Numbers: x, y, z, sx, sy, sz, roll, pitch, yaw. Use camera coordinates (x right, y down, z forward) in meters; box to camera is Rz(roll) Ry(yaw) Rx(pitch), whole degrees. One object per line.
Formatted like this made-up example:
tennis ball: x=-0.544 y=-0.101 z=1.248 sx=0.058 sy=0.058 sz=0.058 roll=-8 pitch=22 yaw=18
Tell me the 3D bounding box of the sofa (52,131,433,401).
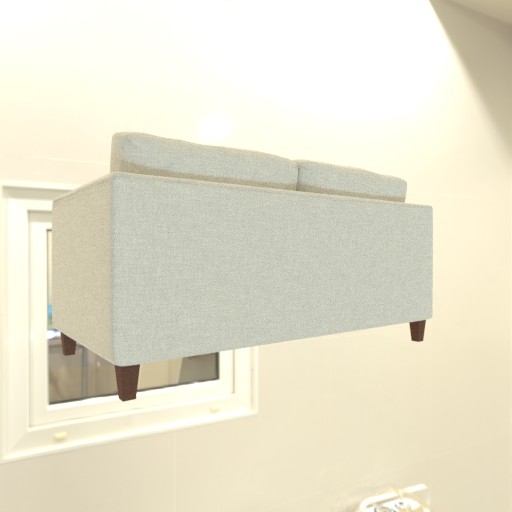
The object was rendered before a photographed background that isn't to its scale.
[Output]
sofa: x=0.000 y=0.000 z=2.344 sx=1.838 sy=0.963 sz=0.950 roll=0 pitch=1 yaw=-36
